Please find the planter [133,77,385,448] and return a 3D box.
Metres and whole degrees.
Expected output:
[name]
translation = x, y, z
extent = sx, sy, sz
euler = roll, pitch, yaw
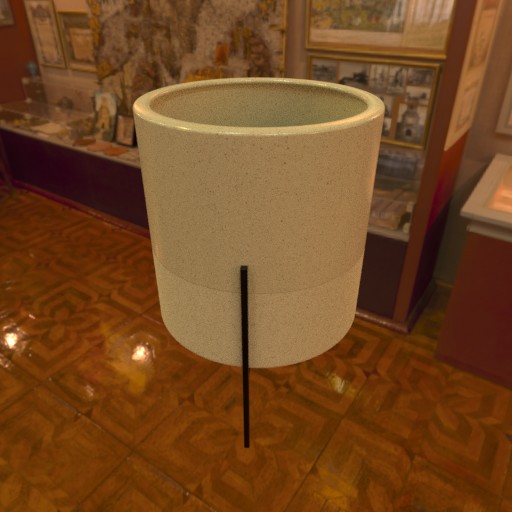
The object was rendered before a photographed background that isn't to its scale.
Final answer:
[planter]
translation = 0.000, 0.000, 0.690
extent = 0.323, 0.475, 0.314
euler = 21, 37, 31
